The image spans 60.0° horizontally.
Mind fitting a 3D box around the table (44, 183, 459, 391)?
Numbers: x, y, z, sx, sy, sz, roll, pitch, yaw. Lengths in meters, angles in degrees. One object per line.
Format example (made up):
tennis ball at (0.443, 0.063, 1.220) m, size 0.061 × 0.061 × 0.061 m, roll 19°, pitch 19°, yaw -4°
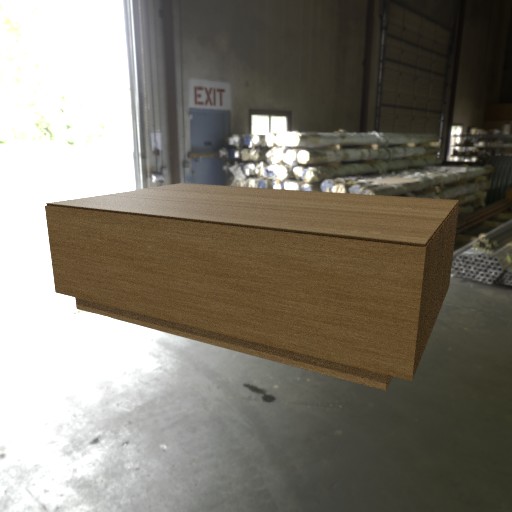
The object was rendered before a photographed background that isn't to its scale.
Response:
table at (0.000, 0.000, 1.432) m, size 1.110 × 0.353 × 0.678 m, roll 8°, pitch 17°, yaw 28°
